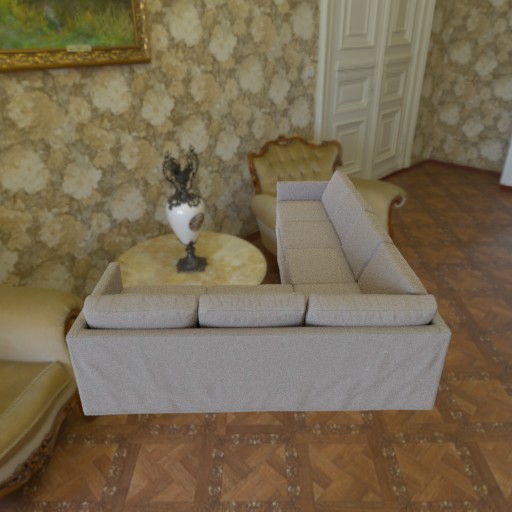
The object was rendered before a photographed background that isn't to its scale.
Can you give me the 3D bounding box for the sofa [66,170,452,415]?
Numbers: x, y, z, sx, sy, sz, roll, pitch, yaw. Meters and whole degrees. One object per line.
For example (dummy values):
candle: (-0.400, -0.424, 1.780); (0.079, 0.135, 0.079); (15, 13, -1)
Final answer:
sofa: (0.000, 0.000, 4.271); (2.432, 0.871, 3.182); (0, 27, -1)
